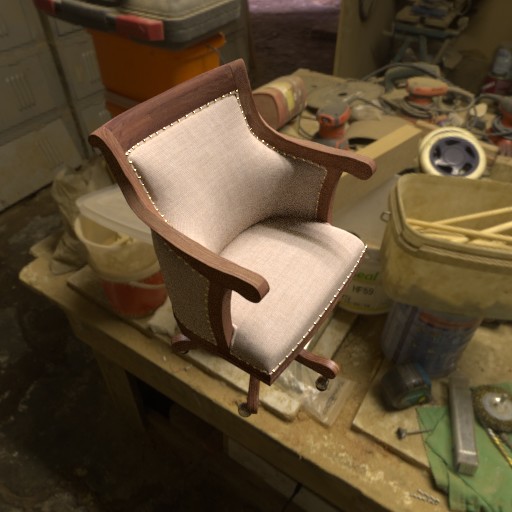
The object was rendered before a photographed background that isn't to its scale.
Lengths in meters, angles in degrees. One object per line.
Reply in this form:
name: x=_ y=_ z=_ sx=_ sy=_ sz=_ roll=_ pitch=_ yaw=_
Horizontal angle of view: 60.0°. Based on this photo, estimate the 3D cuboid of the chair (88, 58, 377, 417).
chair: x=0.000 y=0.000 z=1.434 sx=0.689 sy=0.965 sz=0.656 roll=25 pitch=48 yaw=24
